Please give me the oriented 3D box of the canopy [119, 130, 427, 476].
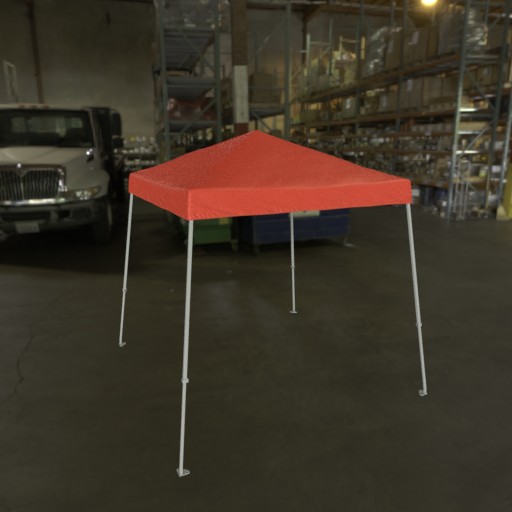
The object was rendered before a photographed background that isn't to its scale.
[{"bbox_3d":[0.000,0.000,5.216,2.849,2.850,2.850,-7,16,-26],"label":"canopy"}]
